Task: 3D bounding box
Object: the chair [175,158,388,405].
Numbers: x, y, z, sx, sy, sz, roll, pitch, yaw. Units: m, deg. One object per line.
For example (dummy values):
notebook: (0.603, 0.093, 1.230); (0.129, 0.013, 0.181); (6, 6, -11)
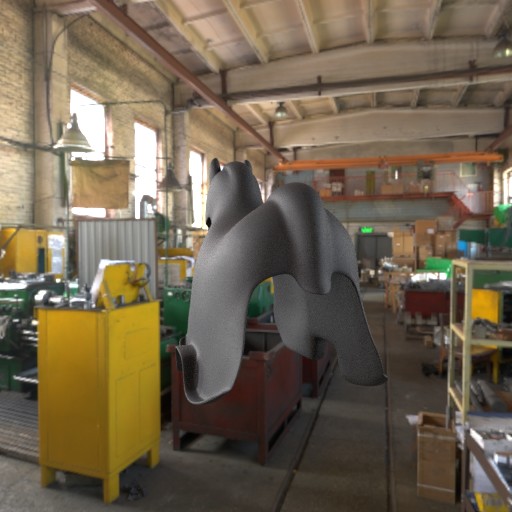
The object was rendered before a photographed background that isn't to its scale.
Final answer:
chair: (0.000, 0.000, 1.177); (0.429, 0.612, 0.800); (0, 1, -18)
